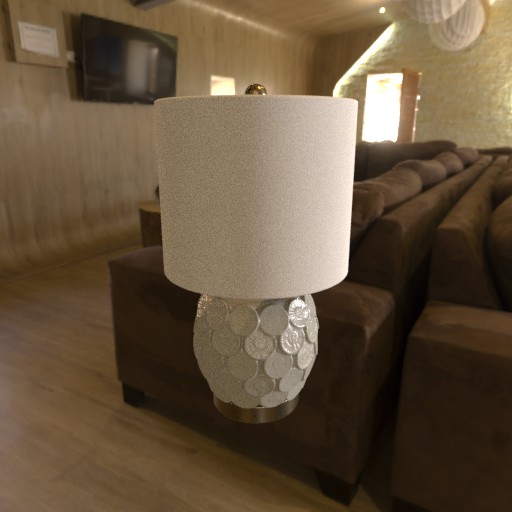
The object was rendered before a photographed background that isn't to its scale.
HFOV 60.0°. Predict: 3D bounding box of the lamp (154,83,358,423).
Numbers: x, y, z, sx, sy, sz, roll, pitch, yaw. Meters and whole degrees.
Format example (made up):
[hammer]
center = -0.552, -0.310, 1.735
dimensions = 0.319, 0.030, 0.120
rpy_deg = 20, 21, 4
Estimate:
[lamp]
center = 0.000, 0.000, 0.621
dimensions = 0.254, 0.452, 0.254
rpy_deg = 0, 16, 0
